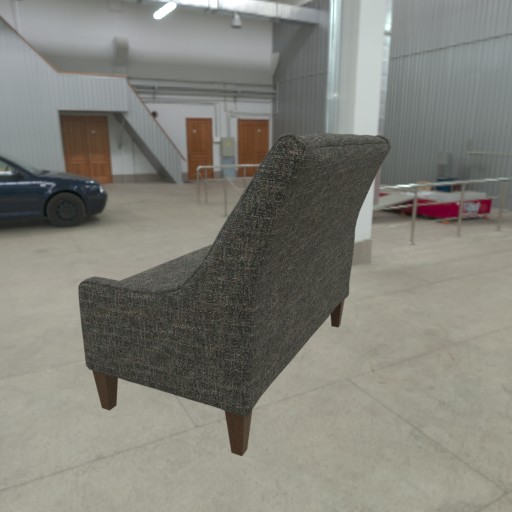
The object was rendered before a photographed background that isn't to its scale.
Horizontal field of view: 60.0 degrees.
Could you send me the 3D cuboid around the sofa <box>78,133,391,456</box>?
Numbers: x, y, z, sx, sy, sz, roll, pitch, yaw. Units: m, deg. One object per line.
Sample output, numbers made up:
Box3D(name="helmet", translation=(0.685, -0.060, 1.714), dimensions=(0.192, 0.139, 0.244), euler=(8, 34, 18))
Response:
Box3D(name="sofa", translation=(0.000, 0.000, 1.921), dimensions=(0.870, 1.021, 1.242), euler=(7, 17, 25))
